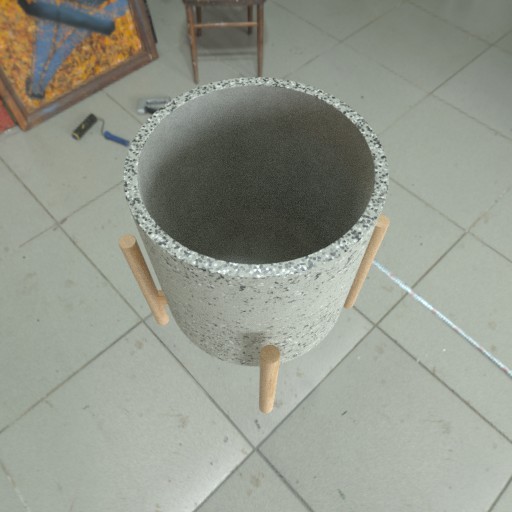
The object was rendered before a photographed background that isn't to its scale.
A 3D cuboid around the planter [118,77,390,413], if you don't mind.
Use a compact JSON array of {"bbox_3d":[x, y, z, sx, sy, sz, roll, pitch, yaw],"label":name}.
[{"bbox_3d":[0.000,0.000,0.690,0.360,0.419,0.360,15,60,9],"label":"planter"}]
